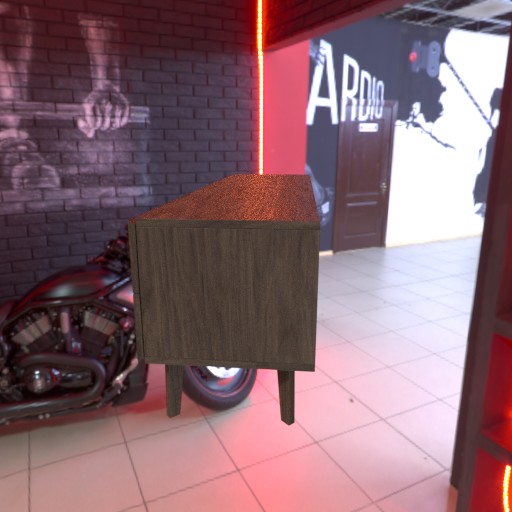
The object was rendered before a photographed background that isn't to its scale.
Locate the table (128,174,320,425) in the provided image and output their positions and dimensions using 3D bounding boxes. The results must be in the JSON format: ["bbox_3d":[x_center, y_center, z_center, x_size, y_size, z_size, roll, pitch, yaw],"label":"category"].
[{"bbox_3d":[0.000,0.000,1.654,0.405,0.508,1.397,1,14,6],"label":"table"}]
